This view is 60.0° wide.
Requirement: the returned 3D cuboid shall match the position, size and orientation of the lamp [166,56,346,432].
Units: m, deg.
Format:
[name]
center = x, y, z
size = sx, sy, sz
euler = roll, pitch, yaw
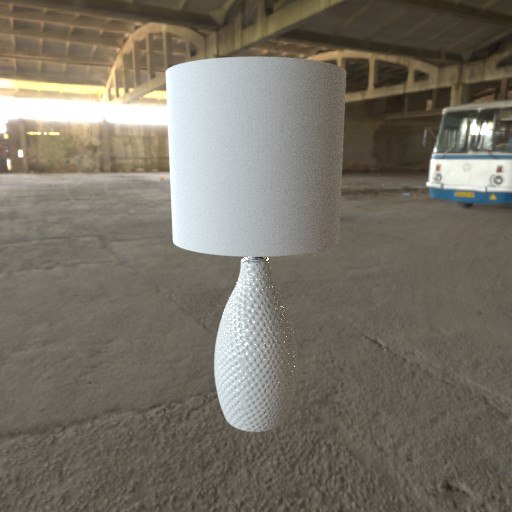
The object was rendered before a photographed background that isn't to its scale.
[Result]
[lamp]
center = 0.000, 0.000, 0.588
size = 0.214, 0.466, 0.214
euler = -7, 15, -27
